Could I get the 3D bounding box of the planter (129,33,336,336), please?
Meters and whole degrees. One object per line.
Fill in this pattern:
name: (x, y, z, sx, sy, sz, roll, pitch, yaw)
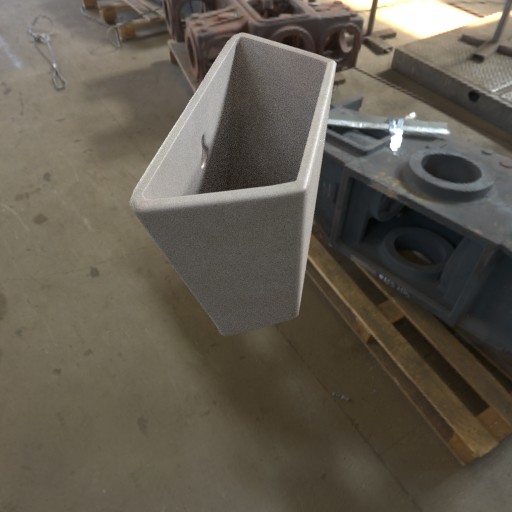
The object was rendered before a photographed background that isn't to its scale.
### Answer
planter: (0.000, 0.000, 0.267, 0.060, 0.197, 0.150, 10, 49, 8)
